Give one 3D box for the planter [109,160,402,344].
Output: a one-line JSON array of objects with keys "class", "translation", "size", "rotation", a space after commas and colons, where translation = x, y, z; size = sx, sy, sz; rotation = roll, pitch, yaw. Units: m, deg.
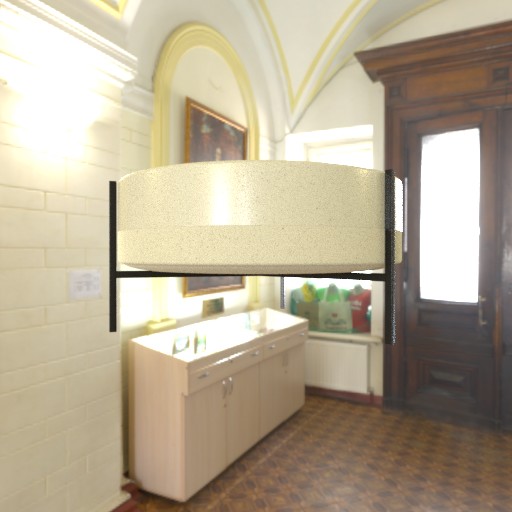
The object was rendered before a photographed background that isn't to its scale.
[{"class": "planter", "translation": [0.000, 0.000, 0.548], "size": [0.345, 0.171, 0.336], "rotation": [0, 0, -17]}]
